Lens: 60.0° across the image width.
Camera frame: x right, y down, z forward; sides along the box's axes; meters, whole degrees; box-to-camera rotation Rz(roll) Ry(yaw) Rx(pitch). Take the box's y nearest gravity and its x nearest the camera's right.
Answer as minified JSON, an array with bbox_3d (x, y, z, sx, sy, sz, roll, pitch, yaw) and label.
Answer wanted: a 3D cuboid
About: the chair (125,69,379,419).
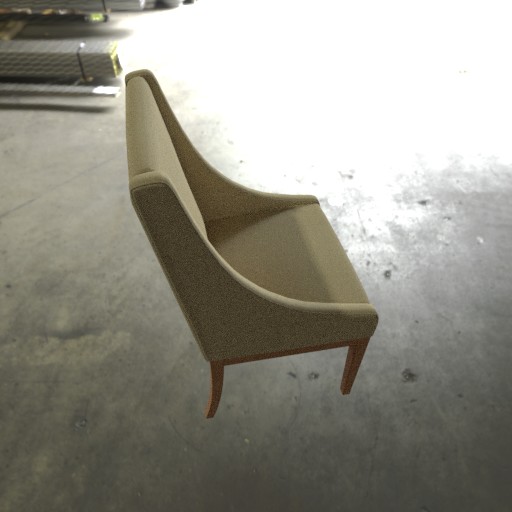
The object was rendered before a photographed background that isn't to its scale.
[{"bbox_3d":[0.000,0.000,1.400,0.611,1.021,0.575,-9,46,-9],"label":"chair"}]
